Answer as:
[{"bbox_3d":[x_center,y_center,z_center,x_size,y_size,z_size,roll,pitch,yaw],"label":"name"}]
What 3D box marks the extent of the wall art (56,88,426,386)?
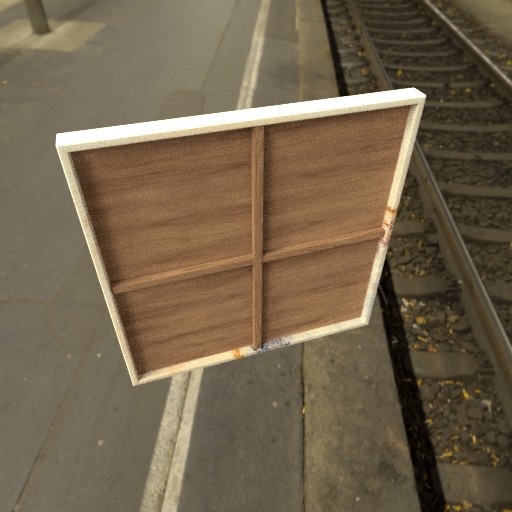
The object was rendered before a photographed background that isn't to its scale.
[{"bbox_3d":[0.000,0.000,1.589,1.061,1.061,0.071,-12,42,-13],"label":"wall art"}]
